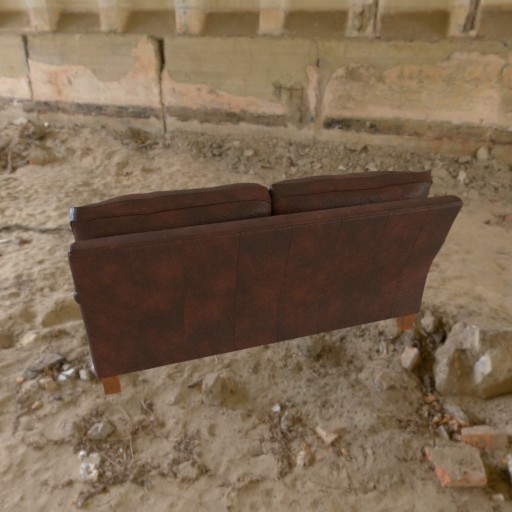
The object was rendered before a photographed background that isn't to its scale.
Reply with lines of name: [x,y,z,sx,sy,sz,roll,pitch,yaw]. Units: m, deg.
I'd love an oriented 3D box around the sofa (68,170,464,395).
sofa: [0.000,0.000,2.815,2.144,1.071,1.147,-8,28,-16]
